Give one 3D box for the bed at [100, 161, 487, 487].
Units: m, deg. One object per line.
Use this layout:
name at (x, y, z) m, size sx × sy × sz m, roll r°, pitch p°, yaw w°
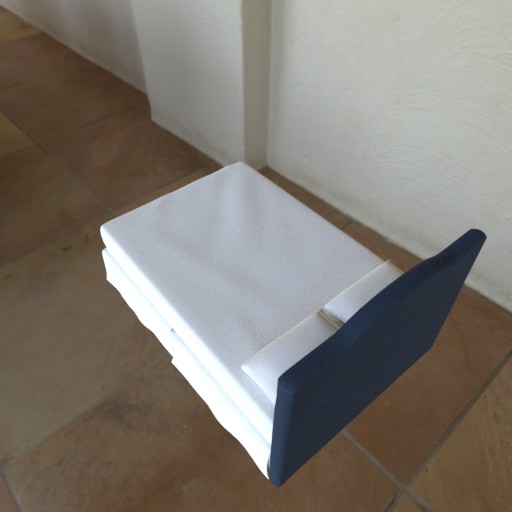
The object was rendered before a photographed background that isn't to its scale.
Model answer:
bed at (0.000, 0.000, 3.501) m, size 1.741 × 1.441 × 2.507 m, roll -31°, pitch 53°, yaw -26°
